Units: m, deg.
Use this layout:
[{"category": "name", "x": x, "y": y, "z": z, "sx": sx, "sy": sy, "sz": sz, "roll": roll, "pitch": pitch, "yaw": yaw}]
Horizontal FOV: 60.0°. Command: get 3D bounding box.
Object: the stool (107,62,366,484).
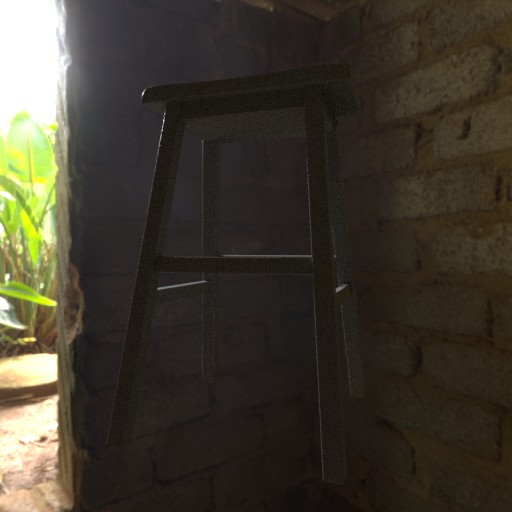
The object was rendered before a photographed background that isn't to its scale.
[{"category": "stool", "x": 0.000, "y": 0.000, "z": 1.013, "sx": 0.457, "sy": 0.737, "sz": 0.476, "roll": 0, "pitch": 1, "yaw": 18}]
